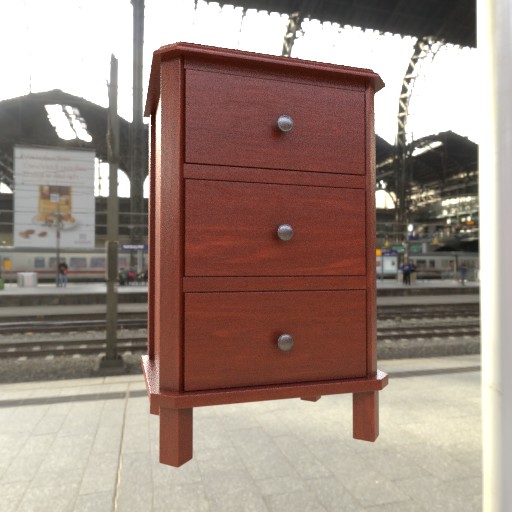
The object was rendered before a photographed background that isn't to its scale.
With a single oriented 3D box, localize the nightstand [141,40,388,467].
[{"bbox_3d":[0.000,0.000,0.904,0.435,0.681,0.351,0,-2,-17],"label":"nightstand"}]
